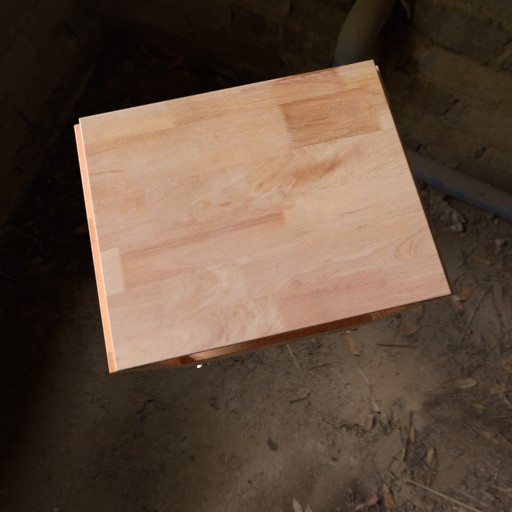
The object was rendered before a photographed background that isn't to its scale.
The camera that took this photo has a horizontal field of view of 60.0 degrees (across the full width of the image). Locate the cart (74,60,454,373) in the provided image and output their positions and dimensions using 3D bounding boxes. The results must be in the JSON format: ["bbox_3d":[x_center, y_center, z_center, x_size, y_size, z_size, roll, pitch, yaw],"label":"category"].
[{"bbox_3d":[0.000,0.000,1.242,0.640,0.838,0.508,-12,77,-3],"label":"cart"}]
